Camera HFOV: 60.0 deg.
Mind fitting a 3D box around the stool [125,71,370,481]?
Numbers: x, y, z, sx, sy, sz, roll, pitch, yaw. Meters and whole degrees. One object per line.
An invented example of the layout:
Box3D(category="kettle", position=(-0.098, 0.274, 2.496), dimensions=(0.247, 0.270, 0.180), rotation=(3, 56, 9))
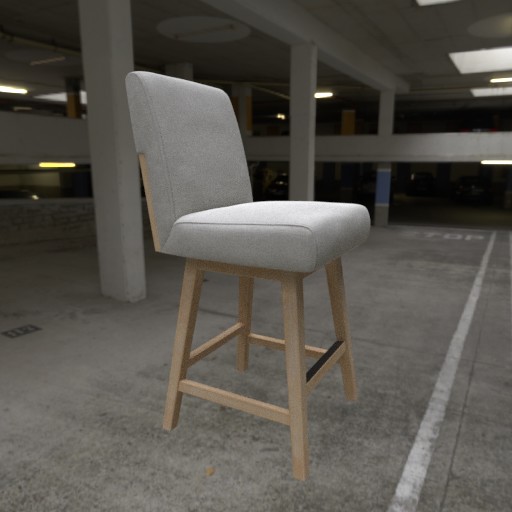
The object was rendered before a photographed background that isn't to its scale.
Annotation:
Box3D(category="stool", position=(0.000, 0.000, 1.400), dimensions=(0.606, 1.085, 0.507), rotation=(7, 14, 28))
